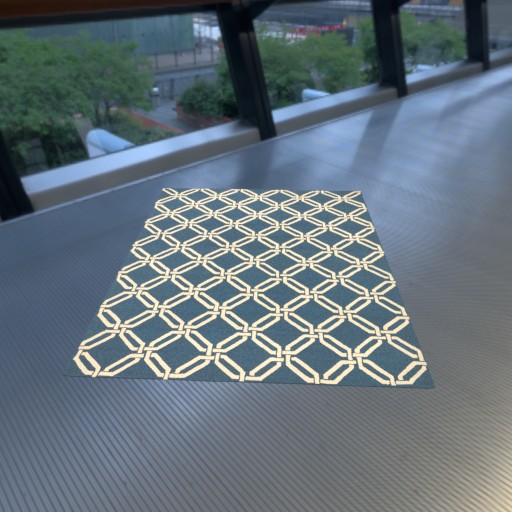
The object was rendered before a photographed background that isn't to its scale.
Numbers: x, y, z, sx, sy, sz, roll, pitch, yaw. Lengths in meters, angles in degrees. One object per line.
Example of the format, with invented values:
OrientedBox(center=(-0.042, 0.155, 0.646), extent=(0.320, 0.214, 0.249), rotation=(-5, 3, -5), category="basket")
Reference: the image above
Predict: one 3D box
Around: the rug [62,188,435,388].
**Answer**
OrientedBox(center=(0.000, 0.000, 3.888), extent=(2.277, 0.020, 2.867), rotation=(1, 32, 2), category="rug")
